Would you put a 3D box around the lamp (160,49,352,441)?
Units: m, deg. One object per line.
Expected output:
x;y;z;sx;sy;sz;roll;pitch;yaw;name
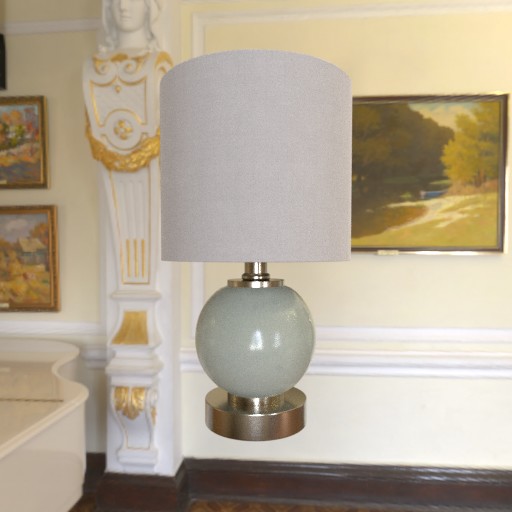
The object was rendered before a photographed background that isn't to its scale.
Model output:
0.000;0.000;0.475;0.201;0.353;0.201;0;1;18;lamp
